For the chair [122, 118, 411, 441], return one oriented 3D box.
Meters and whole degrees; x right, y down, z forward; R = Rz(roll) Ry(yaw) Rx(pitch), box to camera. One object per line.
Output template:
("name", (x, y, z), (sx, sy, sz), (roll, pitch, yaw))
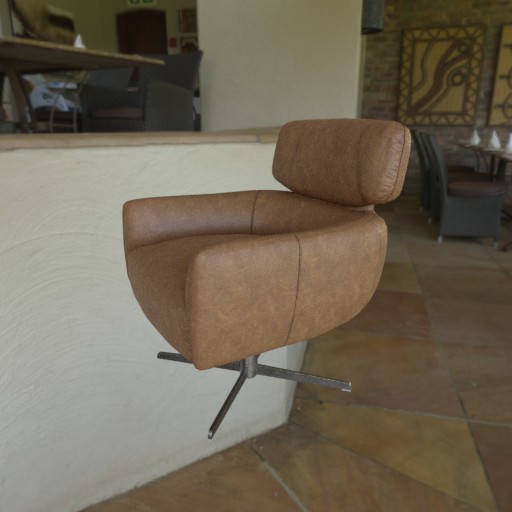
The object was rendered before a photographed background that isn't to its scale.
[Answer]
("chair", (0.000, 0.000, 1.366), (0.715, 0.812, 0.706), (-9, 19, -27))
